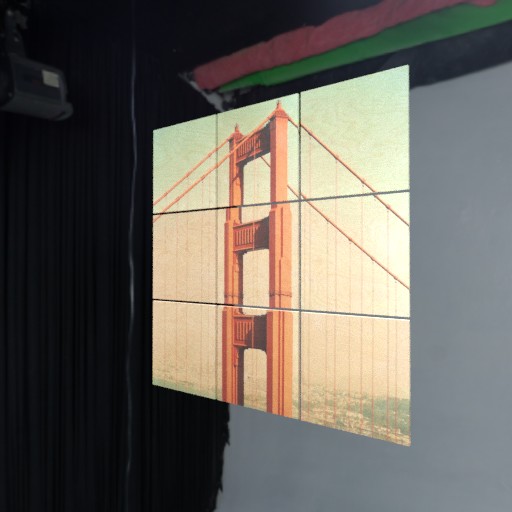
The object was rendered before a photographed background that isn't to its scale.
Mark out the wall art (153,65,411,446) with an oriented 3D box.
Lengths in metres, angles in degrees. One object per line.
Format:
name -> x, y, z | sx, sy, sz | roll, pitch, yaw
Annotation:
wall art -> 0.000, 0.000, 1.777 | 1.214, 1.219, 0.013 | -1, -1, 36
